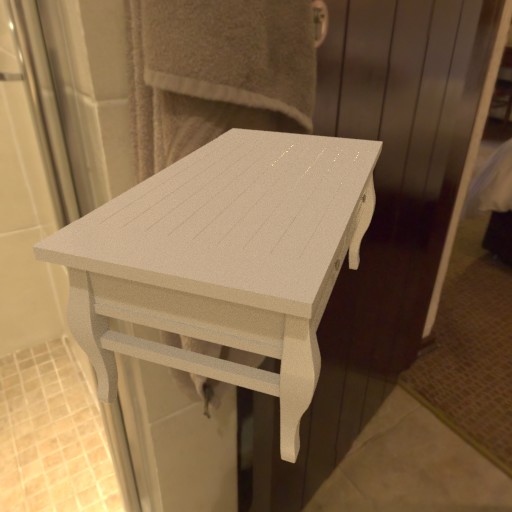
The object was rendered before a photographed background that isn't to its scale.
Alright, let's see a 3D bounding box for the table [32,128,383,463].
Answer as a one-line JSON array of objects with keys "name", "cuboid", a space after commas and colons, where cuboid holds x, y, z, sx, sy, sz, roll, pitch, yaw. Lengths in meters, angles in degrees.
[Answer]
[{"name": "table", "cuboid": [0.000, 0.000, 1.370, 0.600, 0.495, 1.062, 10, 31, 17]}]
